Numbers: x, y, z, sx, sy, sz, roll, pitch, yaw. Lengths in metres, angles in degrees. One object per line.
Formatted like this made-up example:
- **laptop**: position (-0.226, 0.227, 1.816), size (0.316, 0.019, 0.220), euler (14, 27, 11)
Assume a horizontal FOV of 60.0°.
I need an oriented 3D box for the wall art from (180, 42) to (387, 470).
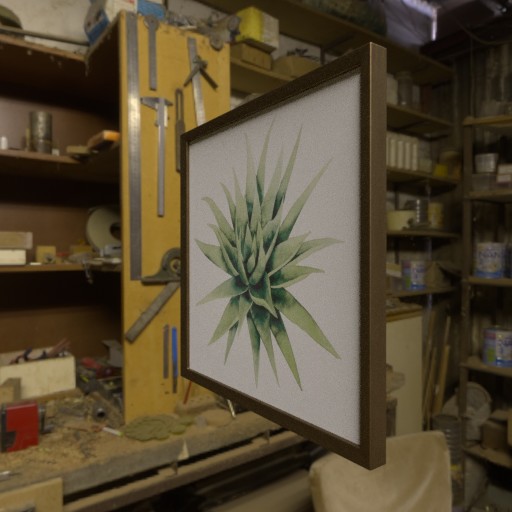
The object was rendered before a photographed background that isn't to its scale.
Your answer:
- **wall art**: position (0.000, 0.000, 0.735), size (0.030, 0.506, 0.503), euler (0, 0, -36)
